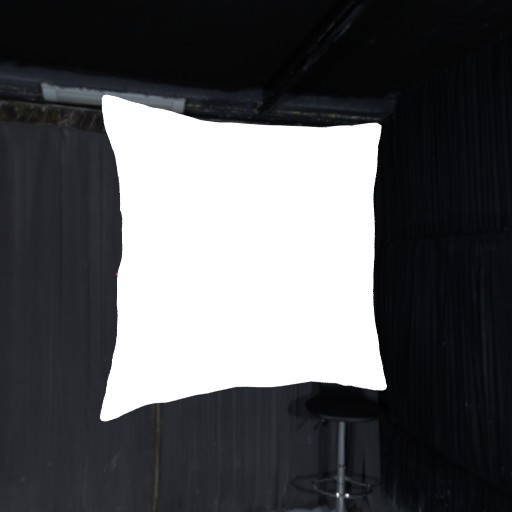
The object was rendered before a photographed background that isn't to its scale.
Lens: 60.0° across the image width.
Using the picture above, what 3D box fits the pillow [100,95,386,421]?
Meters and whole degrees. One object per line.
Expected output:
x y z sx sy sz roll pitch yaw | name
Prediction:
0.000 0.000 0.655 0.433 0.436 0.173 0 0 -17 | pillow
